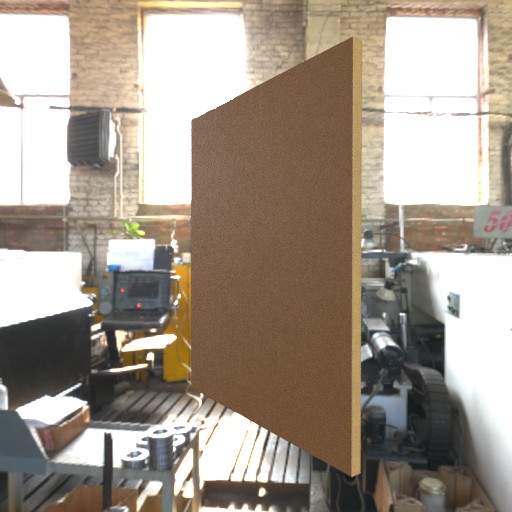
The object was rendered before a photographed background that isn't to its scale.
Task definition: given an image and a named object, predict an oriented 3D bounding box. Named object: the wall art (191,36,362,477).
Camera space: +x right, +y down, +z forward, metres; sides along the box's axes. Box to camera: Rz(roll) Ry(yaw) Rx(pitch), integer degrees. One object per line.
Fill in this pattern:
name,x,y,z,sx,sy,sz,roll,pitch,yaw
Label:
wall art,0.000,0.000,1.340,0.030,1.002,0.798,-1,1,-35
